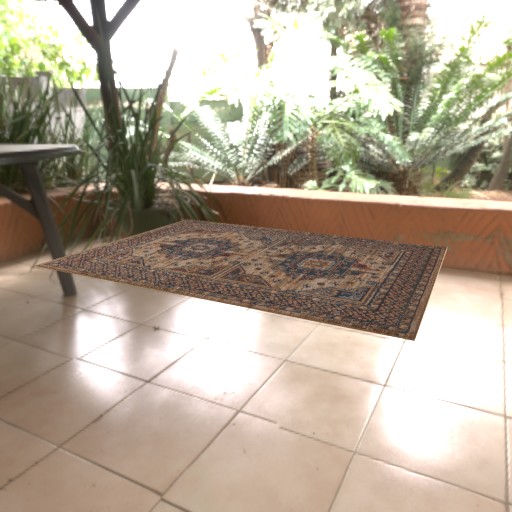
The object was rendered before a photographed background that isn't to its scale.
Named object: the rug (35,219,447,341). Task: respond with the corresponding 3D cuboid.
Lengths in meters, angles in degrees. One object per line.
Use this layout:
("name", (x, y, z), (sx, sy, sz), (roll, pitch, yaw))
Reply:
("rug", (0.000, 0.000, 2.932), (2.227, 0.008, 1.611), (8, 18, 26))
